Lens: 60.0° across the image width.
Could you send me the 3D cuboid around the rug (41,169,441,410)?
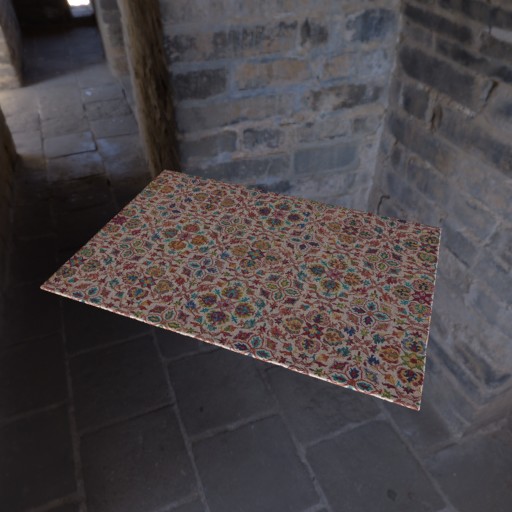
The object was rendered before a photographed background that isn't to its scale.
[{"bbox_3d":[0.000,0.000,2.994,2.297,0.018,1.541,14,43,16],"label":"rug"}]
